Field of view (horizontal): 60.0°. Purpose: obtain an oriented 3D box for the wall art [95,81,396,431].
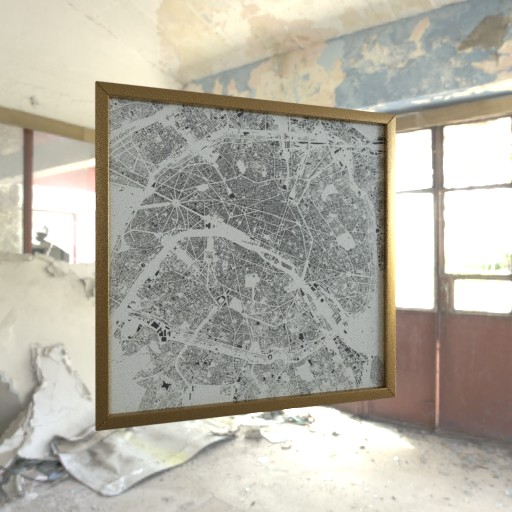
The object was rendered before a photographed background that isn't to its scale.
[{"bbox_3d":[0.000,0.000,0.448,0.305,0.305,0.037,0,0,-18],"label":"wall art"}]
